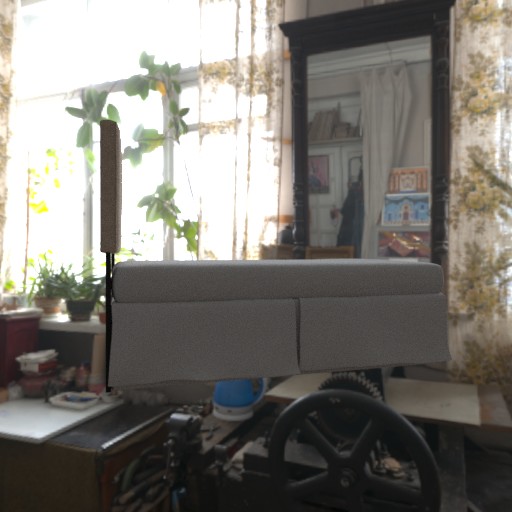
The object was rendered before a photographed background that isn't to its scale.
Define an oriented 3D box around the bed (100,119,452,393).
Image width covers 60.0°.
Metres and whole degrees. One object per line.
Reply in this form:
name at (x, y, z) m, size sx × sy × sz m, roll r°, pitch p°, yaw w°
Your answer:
bed at (0.000, 0.000, 3.073) m, size 1.978 × 1.270 × 1.643 m, roll 0°, pitch 0°, yaw -17°
